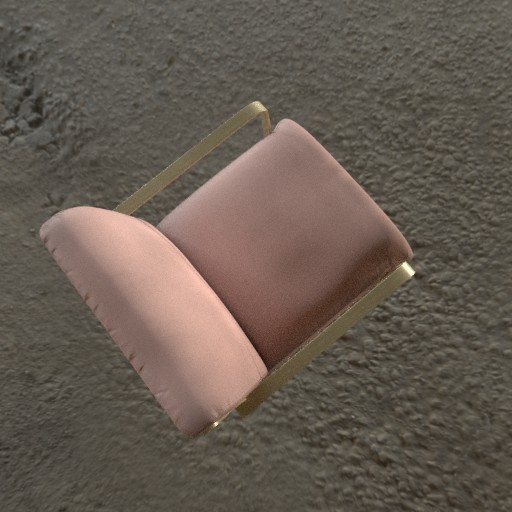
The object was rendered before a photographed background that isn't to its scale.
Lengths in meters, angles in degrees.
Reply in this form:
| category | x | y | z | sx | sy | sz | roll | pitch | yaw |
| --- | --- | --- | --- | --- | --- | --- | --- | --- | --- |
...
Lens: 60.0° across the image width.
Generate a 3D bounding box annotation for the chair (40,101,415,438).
| category | x | y | z | sx | sy | sz | roll | pitch | yaw |
| --- | --- | --- | --- | --- | --- | --- | --- | --- | --- |
| chair | 0.000 | 0.000 | 1.424 | 0.848 | 0.823 | 0.701 | -38 | 79 | -9 |
